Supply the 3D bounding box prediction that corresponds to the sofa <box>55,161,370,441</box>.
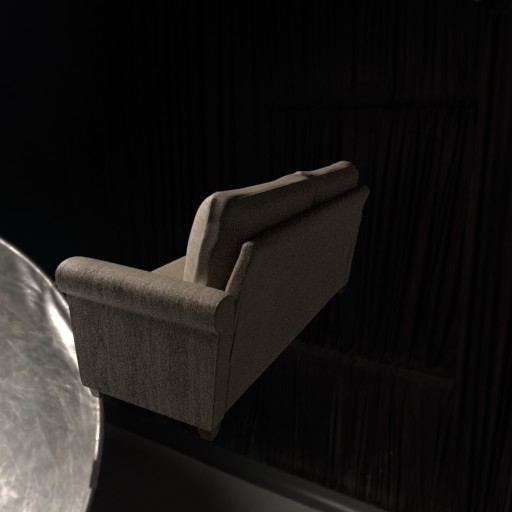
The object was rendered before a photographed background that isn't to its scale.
[{"bbox_3d":[0.000,0.000,2.455,0.842,0.942,1.935,8,18,26],"label":"sofa"}]
